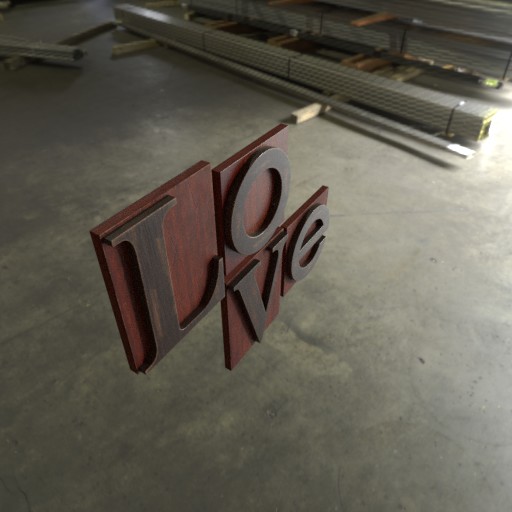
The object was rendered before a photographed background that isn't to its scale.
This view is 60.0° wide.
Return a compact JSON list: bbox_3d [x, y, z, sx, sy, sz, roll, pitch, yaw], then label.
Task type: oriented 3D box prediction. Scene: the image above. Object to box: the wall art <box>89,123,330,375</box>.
[{"bbox_3d":[0.000,0.000,0.849,0.030,0.497,0.635,22,44,25],"label":"wall art"}]
